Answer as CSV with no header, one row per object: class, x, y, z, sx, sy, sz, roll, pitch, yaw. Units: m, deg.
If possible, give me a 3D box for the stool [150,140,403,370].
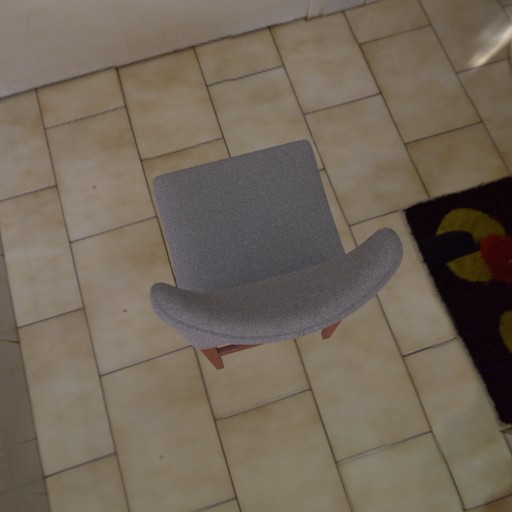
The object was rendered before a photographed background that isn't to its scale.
stool,0.000,0.000,1.274,0.481,0.968,0.568,-15,75,-4
